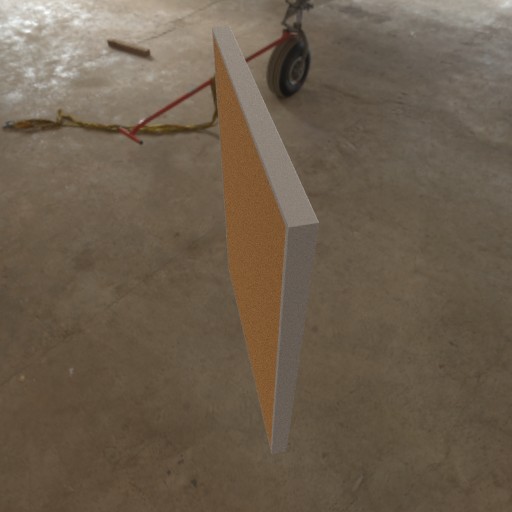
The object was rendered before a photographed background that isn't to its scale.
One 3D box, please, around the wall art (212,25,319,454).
[{"bbox_3d":[0.000,0.000,1.001,0.055,0.763,0.611,-9,48,-8],"label":"wall art"}]
